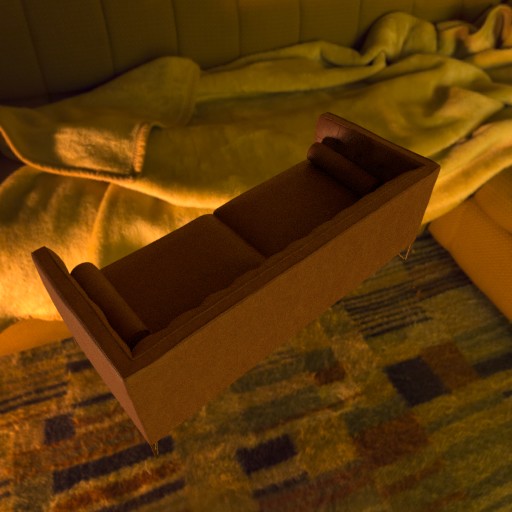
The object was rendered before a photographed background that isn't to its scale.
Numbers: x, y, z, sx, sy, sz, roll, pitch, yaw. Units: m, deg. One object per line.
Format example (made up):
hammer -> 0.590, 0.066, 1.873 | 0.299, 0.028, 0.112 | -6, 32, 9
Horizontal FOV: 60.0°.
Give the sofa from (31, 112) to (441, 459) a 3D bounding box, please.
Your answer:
sofa -> 0.000, 0.000, 2.574 | 2.079, 0.798, 0.912 | -32, 54, -27
